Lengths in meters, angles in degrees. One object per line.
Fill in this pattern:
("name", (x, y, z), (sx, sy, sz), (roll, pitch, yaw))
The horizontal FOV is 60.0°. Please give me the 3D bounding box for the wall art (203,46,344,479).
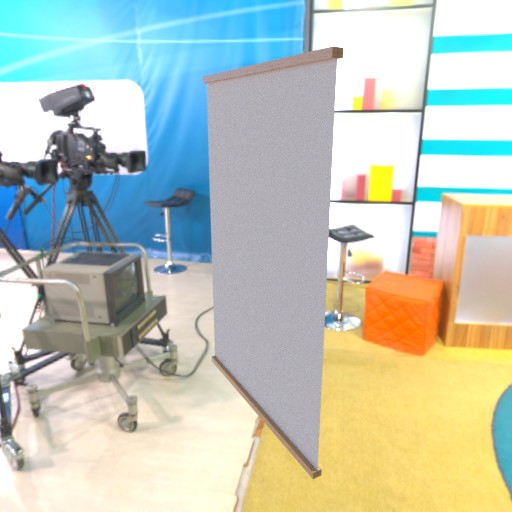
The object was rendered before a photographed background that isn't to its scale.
("wall art", (0.000, 0.000, 0.769), (0.016, 0.611, 0.401), (-9, 19, -27))
